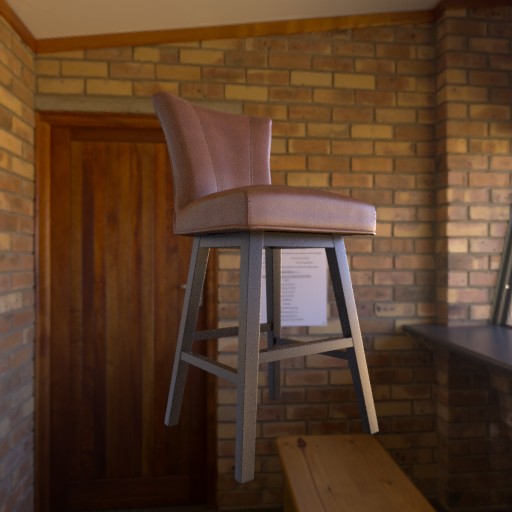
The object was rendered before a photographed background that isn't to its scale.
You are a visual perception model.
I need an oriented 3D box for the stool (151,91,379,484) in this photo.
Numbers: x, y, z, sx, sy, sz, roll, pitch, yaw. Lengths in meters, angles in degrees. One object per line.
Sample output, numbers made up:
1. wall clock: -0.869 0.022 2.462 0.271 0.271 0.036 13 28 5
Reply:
1. stool: 0.000 0.000 1.438 0.522 1.094 0.585 0 0 -37
